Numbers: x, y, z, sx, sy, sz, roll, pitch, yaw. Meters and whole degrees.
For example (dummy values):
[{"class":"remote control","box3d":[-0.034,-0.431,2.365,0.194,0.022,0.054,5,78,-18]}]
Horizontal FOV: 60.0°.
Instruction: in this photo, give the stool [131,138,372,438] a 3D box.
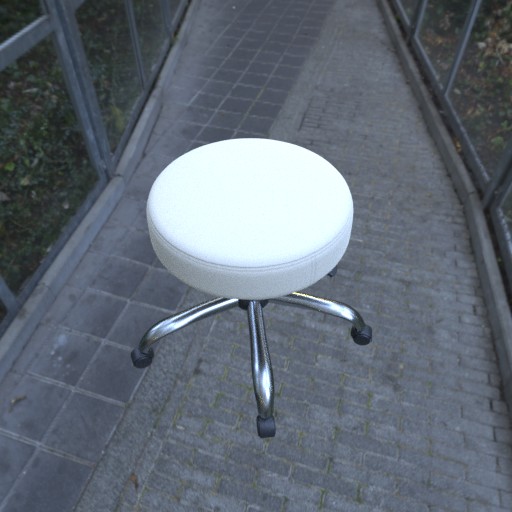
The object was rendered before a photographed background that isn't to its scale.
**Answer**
[{"class":"stool","box3d":[0.000,0.000,1.086,0.634,0.482,0.614,22,50,20]}]
